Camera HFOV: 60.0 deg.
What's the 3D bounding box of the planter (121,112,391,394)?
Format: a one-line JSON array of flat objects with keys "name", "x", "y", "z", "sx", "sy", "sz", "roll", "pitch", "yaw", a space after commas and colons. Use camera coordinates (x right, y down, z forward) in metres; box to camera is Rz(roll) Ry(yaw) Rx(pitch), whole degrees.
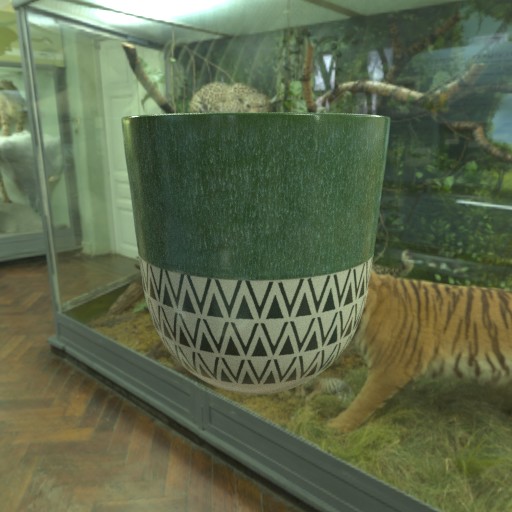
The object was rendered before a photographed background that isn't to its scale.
[{"name": "planter", "x": 0.000, "y": 0.000, "z": 0.362, "sx": 0.195, "sy": 0.214, "sz": 0.195, "roll": 0, "pitch": 15, "yaw": 0}]
